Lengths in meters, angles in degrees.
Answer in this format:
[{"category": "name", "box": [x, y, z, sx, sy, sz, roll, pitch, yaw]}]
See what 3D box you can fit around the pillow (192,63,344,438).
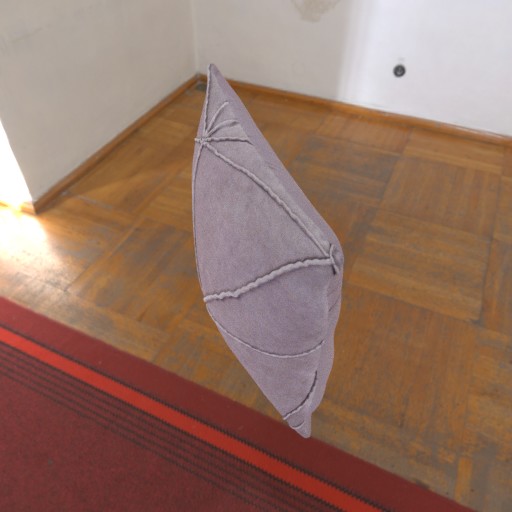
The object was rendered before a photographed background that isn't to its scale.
[{"category": "pillow", "box": [0.000, 0.000, 0.697, 0.185, 0.440, 0.439, -15, 48, -14]}]
